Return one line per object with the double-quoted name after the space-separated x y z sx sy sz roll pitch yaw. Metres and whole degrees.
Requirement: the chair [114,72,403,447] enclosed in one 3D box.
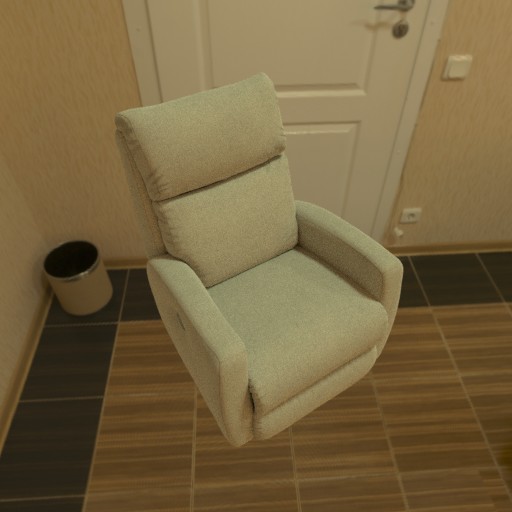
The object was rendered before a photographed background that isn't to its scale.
0.000 0.000 1.695 0.794 1.021 0.940 -25 50 -22 "chair"
